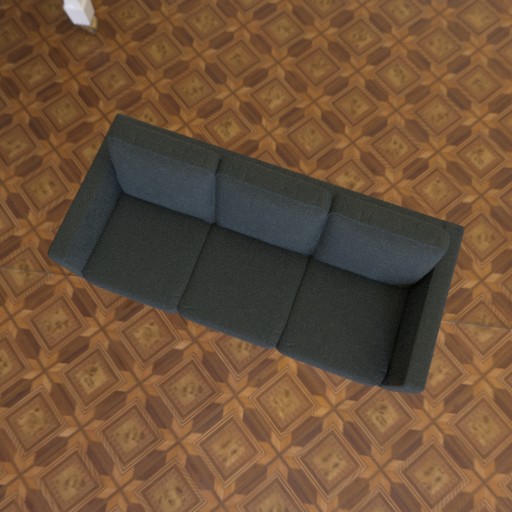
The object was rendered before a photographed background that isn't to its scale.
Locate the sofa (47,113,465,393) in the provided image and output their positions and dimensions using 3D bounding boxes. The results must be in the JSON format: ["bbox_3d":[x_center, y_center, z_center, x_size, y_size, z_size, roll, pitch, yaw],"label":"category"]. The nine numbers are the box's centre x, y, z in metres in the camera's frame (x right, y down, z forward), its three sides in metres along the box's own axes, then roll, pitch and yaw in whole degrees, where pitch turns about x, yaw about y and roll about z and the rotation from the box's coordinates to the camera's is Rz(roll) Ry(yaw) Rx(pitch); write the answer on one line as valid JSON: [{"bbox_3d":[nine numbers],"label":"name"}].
[{"bbox_3d":[0.000,0.000,2.533,2.013,0.945,0.935,19,76,5],"label":"sofa"}]
